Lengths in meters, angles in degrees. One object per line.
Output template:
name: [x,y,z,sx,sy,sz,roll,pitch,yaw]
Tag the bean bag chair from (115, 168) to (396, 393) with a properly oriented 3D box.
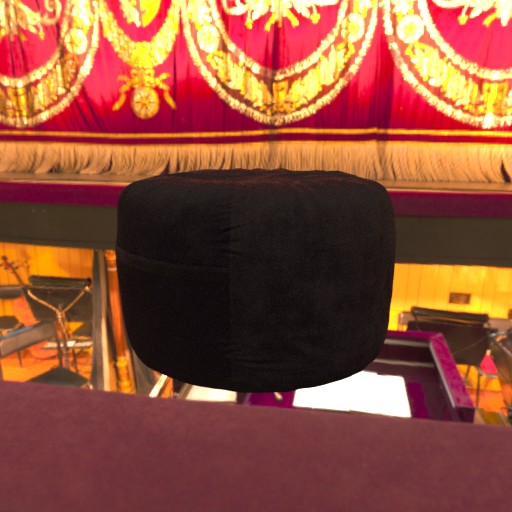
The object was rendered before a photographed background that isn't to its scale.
bean bag chair: [0.000,0.000,2.035,1.219,0.762,1.219,0,15,0]
